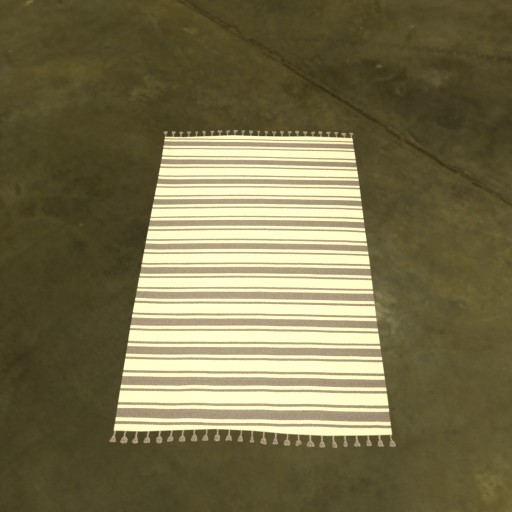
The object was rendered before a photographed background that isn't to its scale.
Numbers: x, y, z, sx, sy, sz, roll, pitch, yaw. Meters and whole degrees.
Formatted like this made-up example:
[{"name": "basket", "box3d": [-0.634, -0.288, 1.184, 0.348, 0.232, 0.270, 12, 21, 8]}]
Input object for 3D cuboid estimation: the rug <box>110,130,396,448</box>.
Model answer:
[{"name": "rug", "box3d": [0.000, 0.000, 3.041, 1.563, 0.014, 2.425, 1, 59, 1]}]
